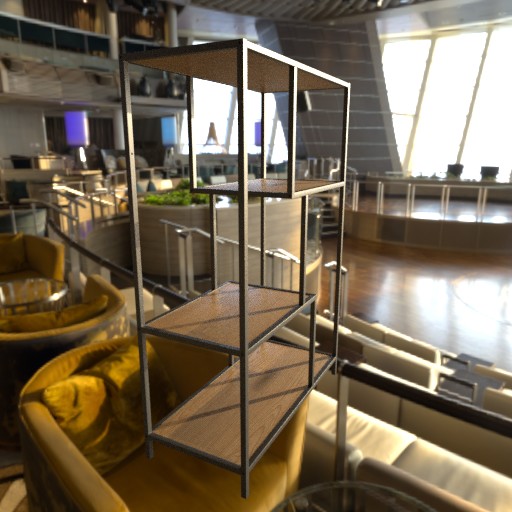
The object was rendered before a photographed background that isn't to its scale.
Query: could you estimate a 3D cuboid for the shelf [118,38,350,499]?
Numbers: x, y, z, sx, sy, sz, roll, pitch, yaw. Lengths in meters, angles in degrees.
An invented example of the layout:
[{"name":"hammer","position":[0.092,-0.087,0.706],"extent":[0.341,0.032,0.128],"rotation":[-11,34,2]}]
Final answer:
[{"name":"shelf","position":[0.000,0.000,1.464],"extent":[0.350,1.138,0.770],"rotation":[7,16,27]}]
